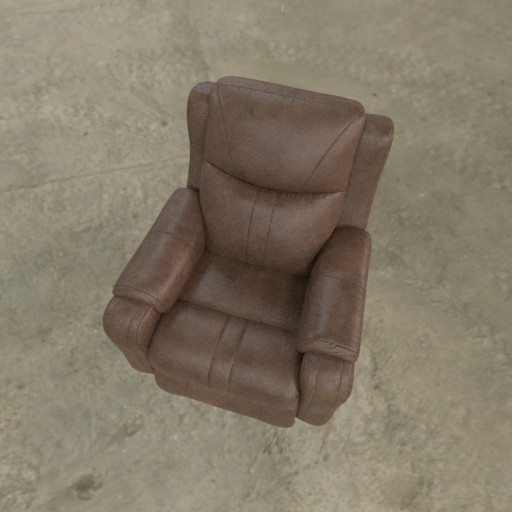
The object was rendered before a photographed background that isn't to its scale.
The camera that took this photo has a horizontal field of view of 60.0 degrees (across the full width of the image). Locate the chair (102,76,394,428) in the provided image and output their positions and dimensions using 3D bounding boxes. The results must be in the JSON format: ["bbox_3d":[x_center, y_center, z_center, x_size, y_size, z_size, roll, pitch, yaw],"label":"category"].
[{"bbox_3d":[0.000,0.000,1.793,0.940,0.990,1.067,14,60,9],"label":"chair"}]
